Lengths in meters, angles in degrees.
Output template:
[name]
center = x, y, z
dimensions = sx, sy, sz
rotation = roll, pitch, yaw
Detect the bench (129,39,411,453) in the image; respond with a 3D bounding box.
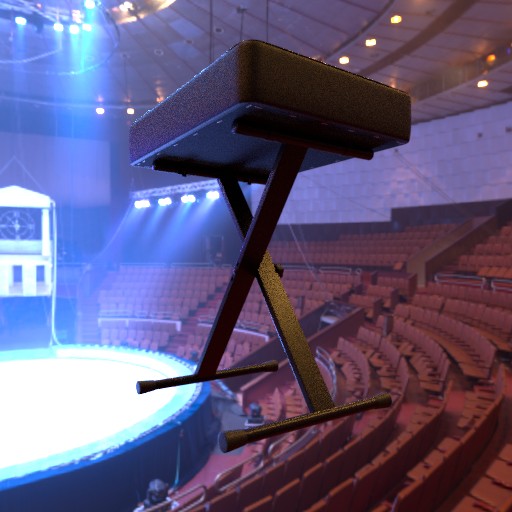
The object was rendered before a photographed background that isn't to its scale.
[bench]
center = 0.000, 0.000, 0.772
dimensions = 0.321, 0.500, 0.424
rotation = 1, -2, -35
